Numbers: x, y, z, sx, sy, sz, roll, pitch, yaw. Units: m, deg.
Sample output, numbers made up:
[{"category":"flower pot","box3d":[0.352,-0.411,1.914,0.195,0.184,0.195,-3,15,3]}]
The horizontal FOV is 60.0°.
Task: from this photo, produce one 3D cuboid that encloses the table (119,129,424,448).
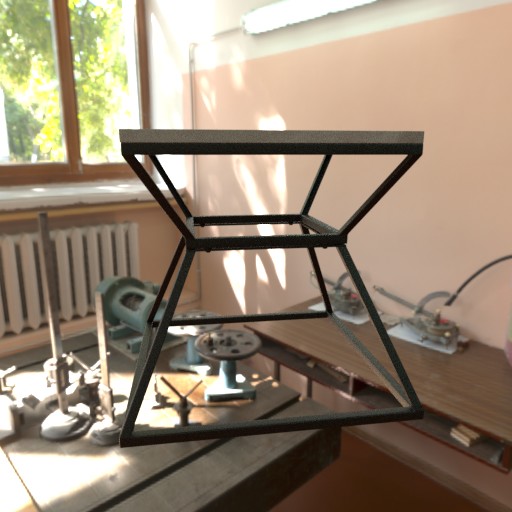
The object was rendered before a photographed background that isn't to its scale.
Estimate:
[{"category":"table","box3d":[0.000,0.000,0.821,0.455,0.431,0.455,-2,13,-9]}]
